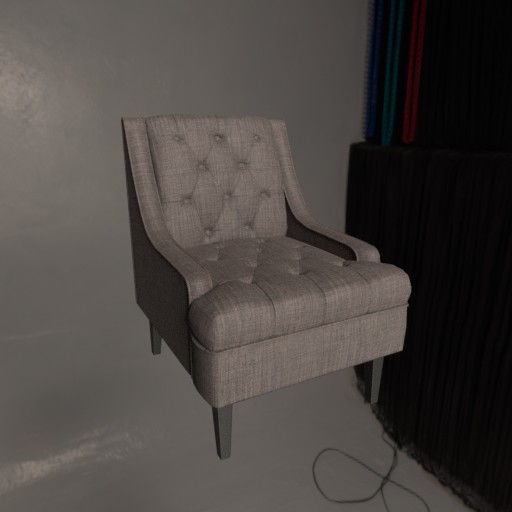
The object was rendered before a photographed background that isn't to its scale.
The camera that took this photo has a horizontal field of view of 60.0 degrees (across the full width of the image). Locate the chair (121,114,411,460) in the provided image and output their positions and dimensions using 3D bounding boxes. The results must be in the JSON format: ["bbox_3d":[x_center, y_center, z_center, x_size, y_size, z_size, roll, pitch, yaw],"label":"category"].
[{"bbox_3d":[0.000,0.000,1.441,0.655,0.891,0.771,-9,18,-27],"label":"chair"}]
